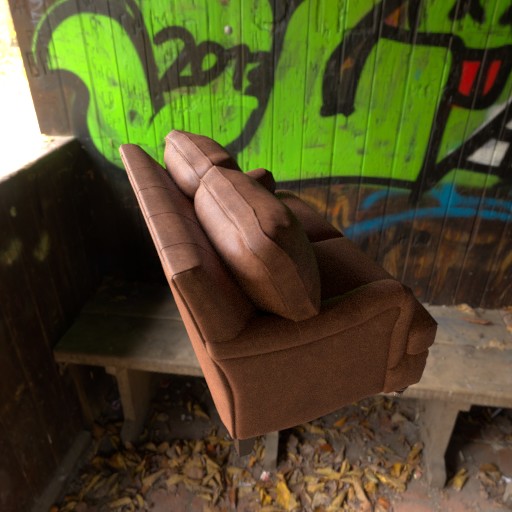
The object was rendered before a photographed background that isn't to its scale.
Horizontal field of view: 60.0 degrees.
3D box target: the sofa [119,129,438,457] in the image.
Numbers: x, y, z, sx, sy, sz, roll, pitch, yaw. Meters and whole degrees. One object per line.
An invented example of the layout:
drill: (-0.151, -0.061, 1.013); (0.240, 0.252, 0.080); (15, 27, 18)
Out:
sofa: (0.000, 0.000, 2.222); (1.077, 1.004, 1.527); (-11, 32, -18)
